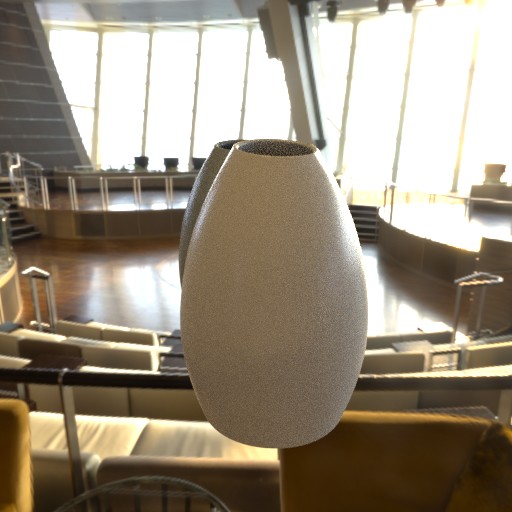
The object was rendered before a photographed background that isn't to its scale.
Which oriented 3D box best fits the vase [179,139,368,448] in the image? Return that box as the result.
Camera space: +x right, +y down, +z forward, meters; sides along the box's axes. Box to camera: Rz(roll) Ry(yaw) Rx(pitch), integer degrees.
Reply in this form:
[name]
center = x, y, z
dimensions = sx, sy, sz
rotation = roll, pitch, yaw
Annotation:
[vase]
center = 0.000, 0.000, 0.257
dimensions = 0.089, 0.131, 0.187
rotation = -3, 15, -10
